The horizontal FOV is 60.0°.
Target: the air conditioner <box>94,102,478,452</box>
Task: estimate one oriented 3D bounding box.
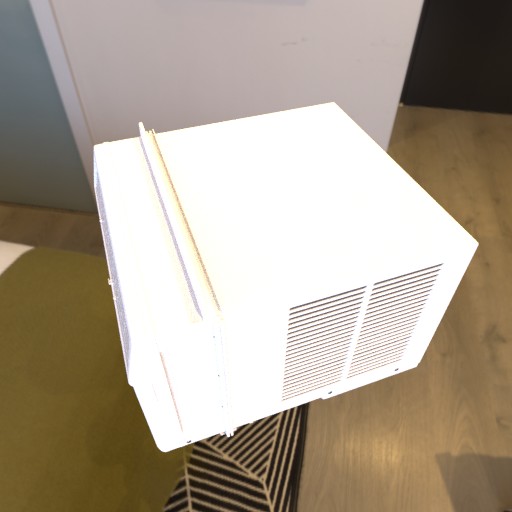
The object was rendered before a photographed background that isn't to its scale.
[{"bbox_3d":[0.000,0.000,0.878,0.546,0.388,0.503,-14,47,-14],"label":"air conditioner"}]
